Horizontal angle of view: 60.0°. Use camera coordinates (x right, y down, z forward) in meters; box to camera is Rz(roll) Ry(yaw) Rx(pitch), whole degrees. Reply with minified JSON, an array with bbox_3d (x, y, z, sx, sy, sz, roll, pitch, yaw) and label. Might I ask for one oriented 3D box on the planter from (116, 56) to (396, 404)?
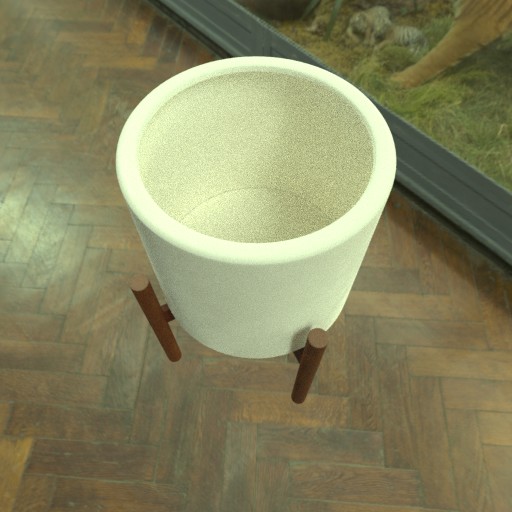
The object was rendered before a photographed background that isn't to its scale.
[{"bbox_3d":[0.000,0.000,0.508,0.224,0.358,0.224,16,60,9],"label":"planter"}]
